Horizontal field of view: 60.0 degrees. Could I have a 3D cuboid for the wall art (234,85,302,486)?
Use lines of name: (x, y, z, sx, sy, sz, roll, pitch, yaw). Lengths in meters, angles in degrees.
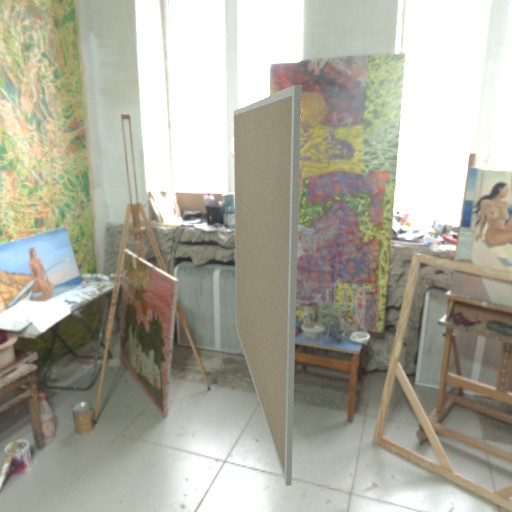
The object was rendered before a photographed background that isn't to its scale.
wall art: (0.000, 0.000, 0.695, 0.007, 0.456, 0.456, -3, 15, -10)
